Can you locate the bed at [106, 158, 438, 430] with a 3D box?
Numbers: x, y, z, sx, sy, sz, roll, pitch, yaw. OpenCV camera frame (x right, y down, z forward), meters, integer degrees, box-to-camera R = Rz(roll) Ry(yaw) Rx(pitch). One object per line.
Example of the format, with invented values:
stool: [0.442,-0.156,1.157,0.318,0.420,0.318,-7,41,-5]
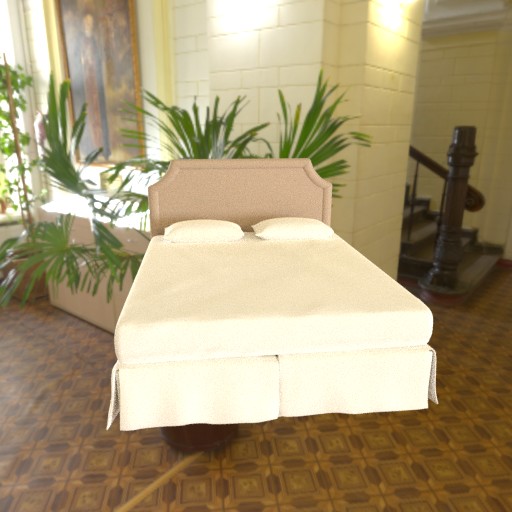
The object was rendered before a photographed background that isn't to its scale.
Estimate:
bed: [0.000,0.000,4.144,2.350,1.590,2.773,-2,16,-7]
